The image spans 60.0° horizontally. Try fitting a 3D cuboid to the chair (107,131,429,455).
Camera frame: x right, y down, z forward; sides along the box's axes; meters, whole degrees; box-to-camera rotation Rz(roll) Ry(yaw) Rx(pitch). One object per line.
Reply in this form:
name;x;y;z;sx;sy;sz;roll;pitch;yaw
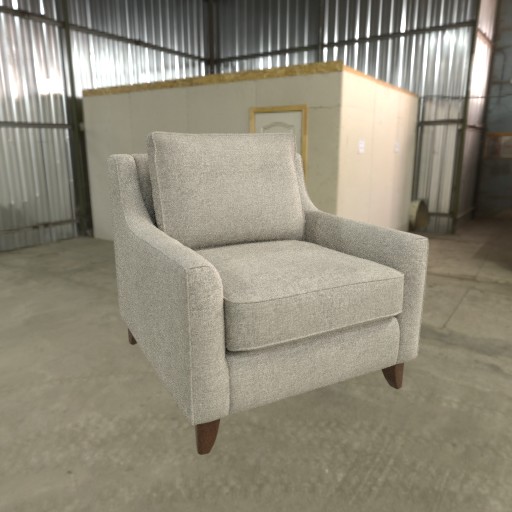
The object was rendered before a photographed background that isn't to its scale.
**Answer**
chair;0.000;0.000;1.587;0.838;0.864;0.918;-7;16;-27
